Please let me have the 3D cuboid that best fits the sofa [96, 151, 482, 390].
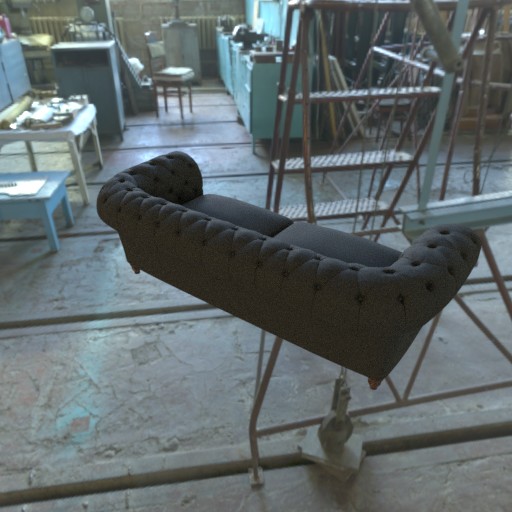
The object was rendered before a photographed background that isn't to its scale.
[{"bbox_3d":[0.000,0.000,2.793,2.362,0.762,0.991,21,37,30],"label":"sofa"}]
